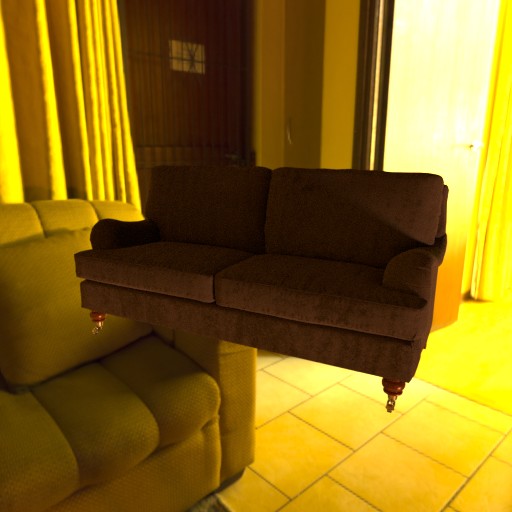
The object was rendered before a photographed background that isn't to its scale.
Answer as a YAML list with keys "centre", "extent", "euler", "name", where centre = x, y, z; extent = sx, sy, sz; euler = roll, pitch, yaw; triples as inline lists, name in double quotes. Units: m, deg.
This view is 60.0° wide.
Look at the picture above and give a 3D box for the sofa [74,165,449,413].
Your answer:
- centre: [0.000, 0.000, 2.800]
  extent: [2.165, 1.087, 1.086]
  euler: [7, 16, 26]
  name: "sofa"
